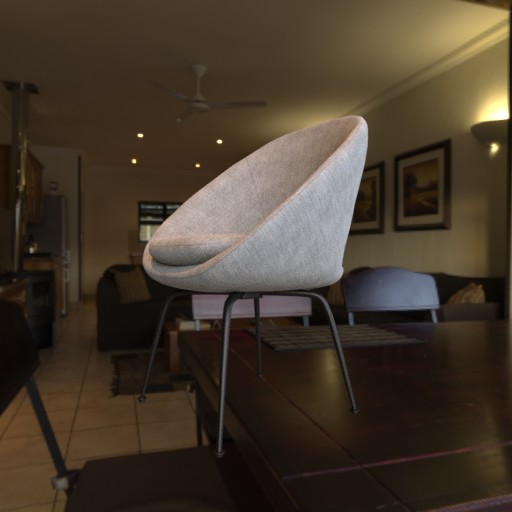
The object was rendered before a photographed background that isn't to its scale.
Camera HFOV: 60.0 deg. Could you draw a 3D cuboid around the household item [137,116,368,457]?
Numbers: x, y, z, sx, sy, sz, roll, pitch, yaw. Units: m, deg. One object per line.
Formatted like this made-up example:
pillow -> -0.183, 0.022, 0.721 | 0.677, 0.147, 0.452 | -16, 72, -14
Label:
household item -> 0.000, 0.000, 1.306 | 0.587, 0.869, 0.643 | 0, 1, -36
